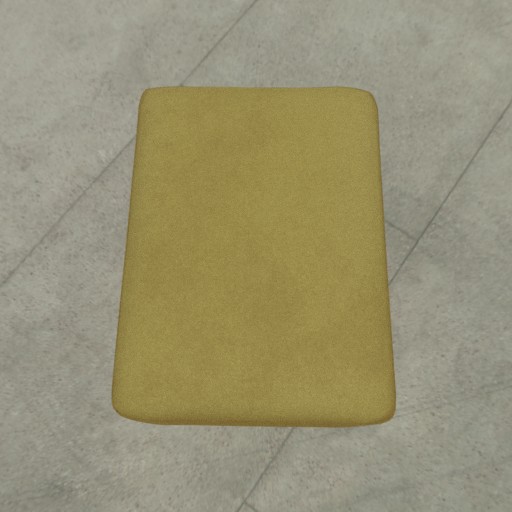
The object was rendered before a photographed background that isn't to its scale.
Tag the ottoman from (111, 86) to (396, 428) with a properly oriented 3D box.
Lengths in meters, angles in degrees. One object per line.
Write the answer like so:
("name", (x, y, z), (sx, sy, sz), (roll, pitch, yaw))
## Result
("ottoman", (0.000, 0.000, 1.157), (0.608, 0.449, 0.811), (1, 75, 0))
